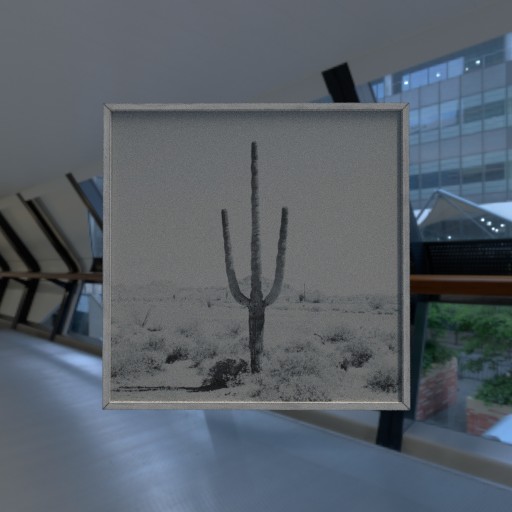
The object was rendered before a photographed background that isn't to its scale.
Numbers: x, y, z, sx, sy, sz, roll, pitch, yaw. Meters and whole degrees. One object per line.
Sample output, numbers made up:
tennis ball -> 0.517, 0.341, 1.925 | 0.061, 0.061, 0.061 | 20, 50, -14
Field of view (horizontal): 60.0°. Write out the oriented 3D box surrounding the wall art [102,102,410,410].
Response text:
wall art -> 0.000, 0.000, 1.119 | 0.762, 0.762, 0.038 | 0, -1, 0
